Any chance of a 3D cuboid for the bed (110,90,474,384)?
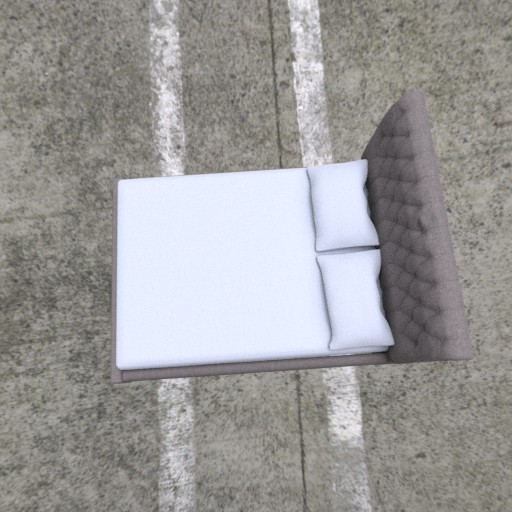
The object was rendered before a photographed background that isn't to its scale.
[{"bbox_3d":[0.000,0.000,3.190,2.252,1.371,1.645,-4,75,-1],"label":"bed"}]
